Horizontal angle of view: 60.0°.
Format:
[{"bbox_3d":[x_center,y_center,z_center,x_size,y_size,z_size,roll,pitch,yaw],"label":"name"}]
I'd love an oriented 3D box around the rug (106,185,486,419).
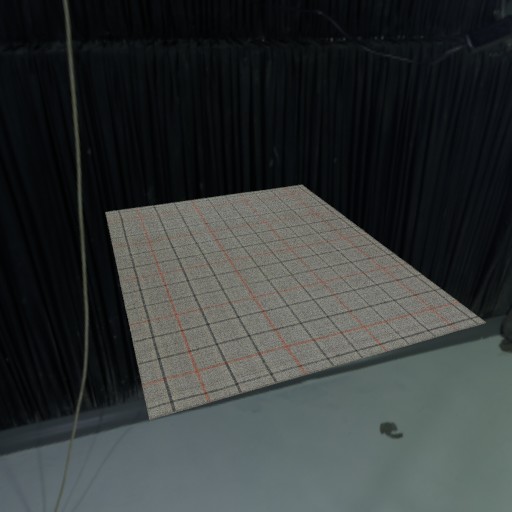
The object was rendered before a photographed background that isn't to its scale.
[{"bbox_3d":[0.000,0.000,4.102,2.444,0.012,3.048,-11,31,-18],"label":"rug"}]
